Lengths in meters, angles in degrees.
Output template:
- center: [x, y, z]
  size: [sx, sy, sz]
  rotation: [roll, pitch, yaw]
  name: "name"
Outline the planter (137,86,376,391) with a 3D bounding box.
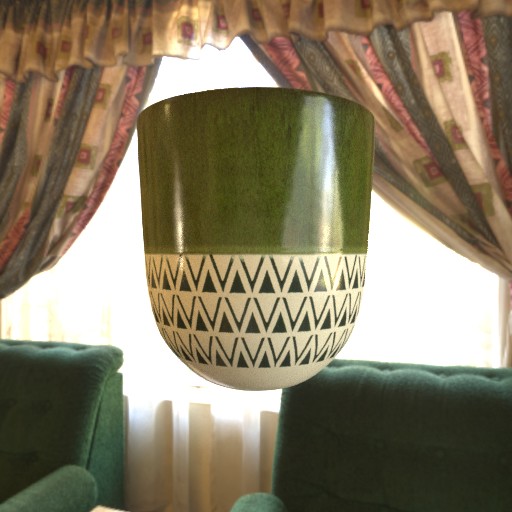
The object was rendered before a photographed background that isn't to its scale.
- center: [0.000, 0.000, 0.472]
  size: [0.245, 0.270, 0.245]
  rotation: [0, 1, 0]
  name: "planter"
